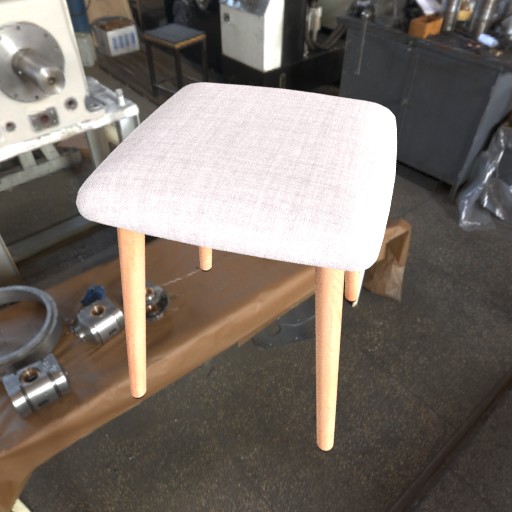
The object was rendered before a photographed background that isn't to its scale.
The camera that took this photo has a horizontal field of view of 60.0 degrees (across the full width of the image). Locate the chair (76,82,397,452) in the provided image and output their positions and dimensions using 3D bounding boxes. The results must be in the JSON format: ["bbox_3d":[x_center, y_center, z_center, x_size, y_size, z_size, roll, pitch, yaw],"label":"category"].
[{"bbox_3d":[0.000,0.000,0.690,0.350,0.440,0.350,11,44,12],"label":"chair"}]
